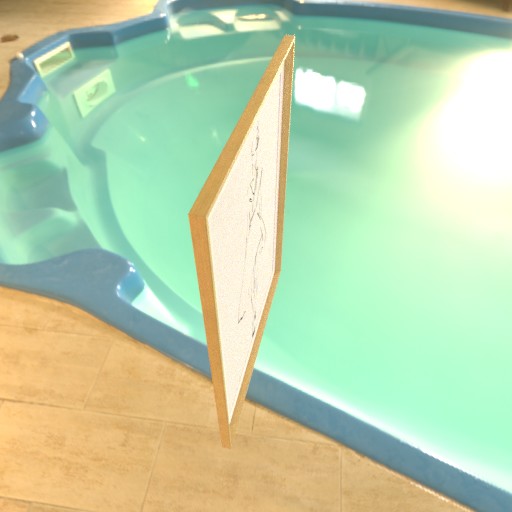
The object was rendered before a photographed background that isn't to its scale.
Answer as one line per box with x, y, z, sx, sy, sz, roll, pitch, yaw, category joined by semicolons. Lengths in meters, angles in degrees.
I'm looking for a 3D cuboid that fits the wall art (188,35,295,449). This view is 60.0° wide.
0.000;0.000;1.352;0.030;1.002;0.798;10;47;10;wall art
